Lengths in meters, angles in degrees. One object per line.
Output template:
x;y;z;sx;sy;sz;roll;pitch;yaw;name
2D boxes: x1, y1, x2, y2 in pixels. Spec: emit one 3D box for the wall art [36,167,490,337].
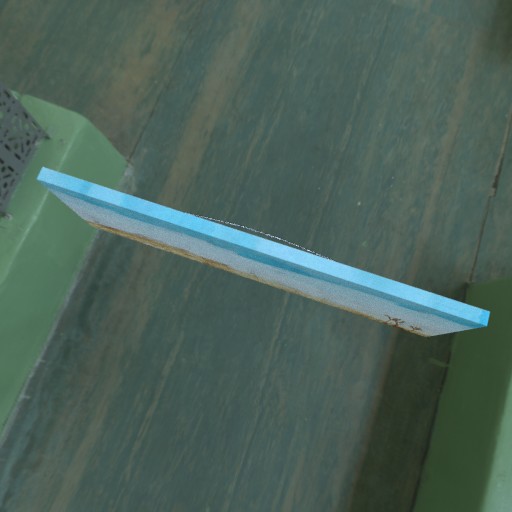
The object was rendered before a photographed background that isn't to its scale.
0.000;0.000;0.832;0.759;0.254;0.044;18;77;4;wall art
